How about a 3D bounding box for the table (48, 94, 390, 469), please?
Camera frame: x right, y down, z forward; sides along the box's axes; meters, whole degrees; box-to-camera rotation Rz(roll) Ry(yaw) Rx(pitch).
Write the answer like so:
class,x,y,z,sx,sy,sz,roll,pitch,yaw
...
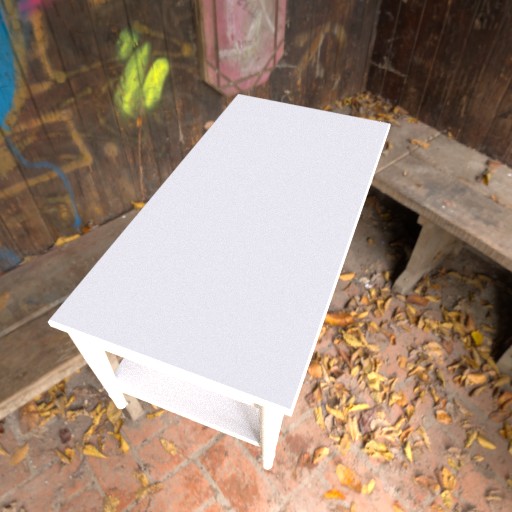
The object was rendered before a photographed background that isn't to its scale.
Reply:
class,x,y,z,sx,sy,sz,roll,pitch,yaw
table,0.000,0.000,1.397,0.559,0.457,1.067,16,50,14
